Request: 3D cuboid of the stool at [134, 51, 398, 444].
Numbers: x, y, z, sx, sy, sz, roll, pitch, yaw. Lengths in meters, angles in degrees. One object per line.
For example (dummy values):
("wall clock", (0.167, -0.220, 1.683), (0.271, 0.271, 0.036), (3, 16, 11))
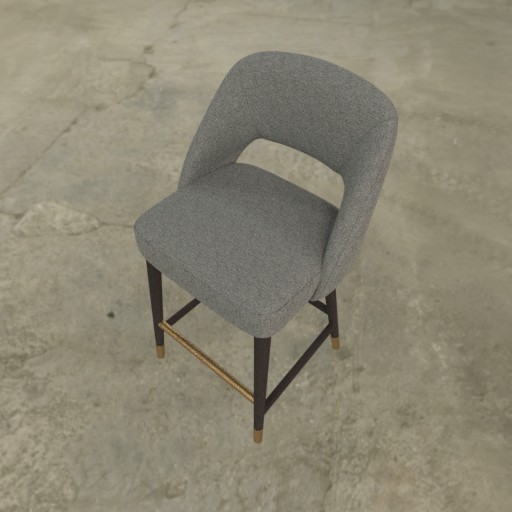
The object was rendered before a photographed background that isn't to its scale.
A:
("stool", (0.000, 0.000, 1.232), (0.536, 0.925, 0.524), (32, 55, 26))
